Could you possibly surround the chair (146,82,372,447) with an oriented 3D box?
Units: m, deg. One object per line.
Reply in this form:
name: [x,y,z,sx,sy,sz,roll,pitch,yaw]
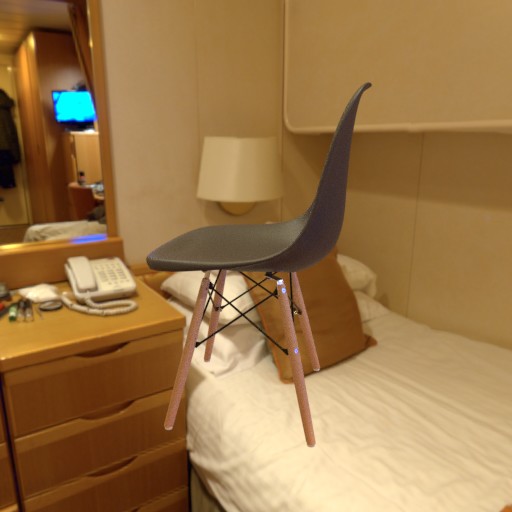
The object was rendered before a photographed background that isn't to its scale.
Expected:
chair: [0.000,0.000,1.157,0.533,0.825,0.470,2,15,9]
